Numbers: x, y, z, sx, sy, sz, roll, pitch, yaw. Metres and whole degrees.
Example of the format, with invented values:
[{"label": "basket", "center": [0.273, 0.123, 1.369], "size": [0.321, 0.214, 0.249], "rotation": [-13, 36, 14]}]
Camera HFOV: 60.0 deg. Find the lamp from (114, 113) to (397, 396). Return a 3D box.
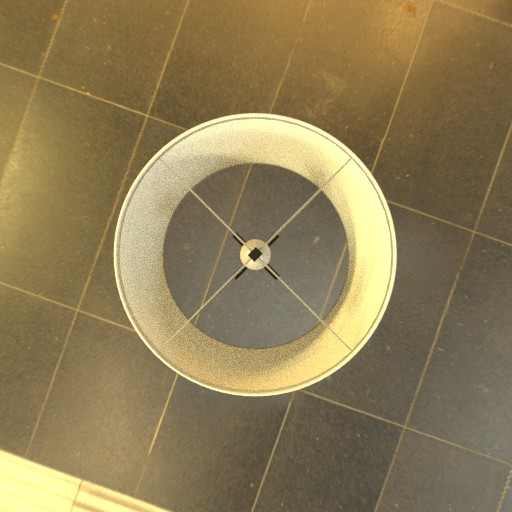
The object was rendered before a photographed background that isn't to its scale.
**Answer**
[{"label": "lamp", "center": [0.000, 0.000, 0.643], "size": [0.257, 0.489, 0.257], "rotation": [0, 90, 0]}]
